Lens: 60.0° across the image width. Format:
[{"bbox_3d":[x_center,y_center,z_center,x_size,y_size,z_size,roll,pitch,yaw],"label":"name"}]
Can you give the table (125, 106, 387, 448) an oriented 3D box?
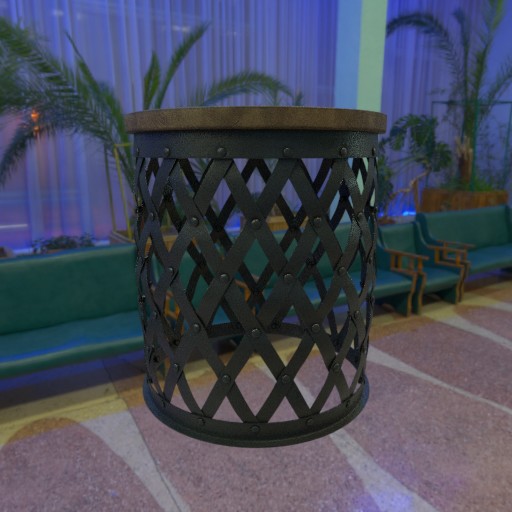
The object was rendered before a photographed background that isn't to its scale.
[{"bbox_3d":[0.000,0.000,0.762,0.405,0.454,0.405,0,13,0],"label":"table"}]
